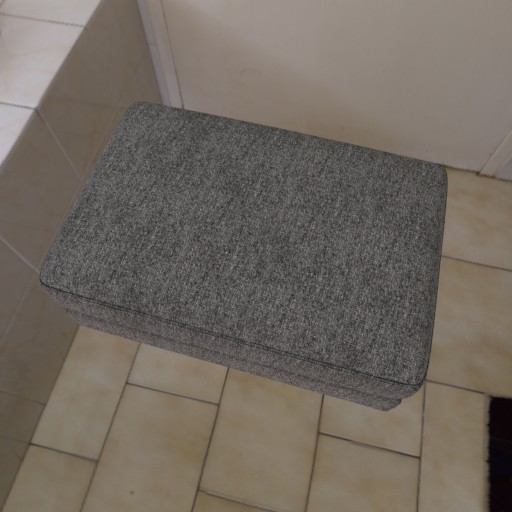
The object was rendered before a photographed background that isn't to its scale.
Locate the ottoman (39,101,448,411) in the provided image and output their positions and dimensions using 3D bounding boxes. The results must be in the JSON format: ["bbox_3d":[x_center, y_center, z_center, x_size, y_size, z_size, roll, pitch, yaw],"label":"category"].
[{"bbox_3d":[0.000,0.000,1.182,0.864,0.483,0.584,14,64,7],"label":"ottoman"}]
